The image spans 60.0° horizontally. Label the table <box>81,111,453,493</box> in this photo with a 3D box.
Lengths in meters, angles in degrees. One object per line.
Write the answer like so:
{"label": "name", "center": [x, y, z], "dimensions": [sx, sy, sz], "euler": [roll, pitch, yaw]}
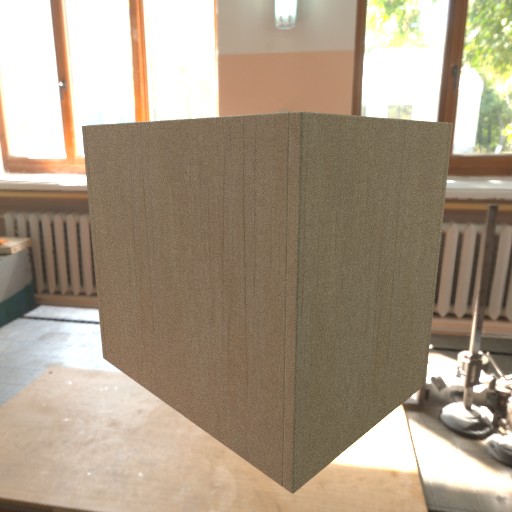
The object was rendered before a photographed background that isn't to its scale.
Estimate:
{"label": "table", "center": [0.000, 0.000, 0.895], "dimensions": [0.420, 0.510, 0.570], "euler": [-14, 20, -43]}
